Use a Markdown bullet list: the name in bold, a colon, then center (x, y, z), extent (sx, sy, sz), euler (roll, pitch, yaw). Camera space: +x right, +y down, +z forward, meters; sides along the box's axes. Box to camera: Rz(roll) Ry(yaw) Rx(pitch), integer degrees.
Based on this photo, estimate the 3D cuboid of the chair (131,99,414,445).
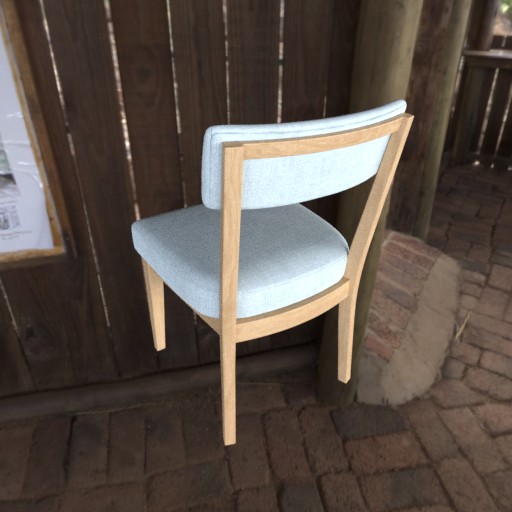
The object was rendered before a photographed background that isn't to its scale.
- **chair**: center (0.000, 0.000, 1.201), extent (0.508, 0.832, 0.572), euler (-18, 34, -28)
